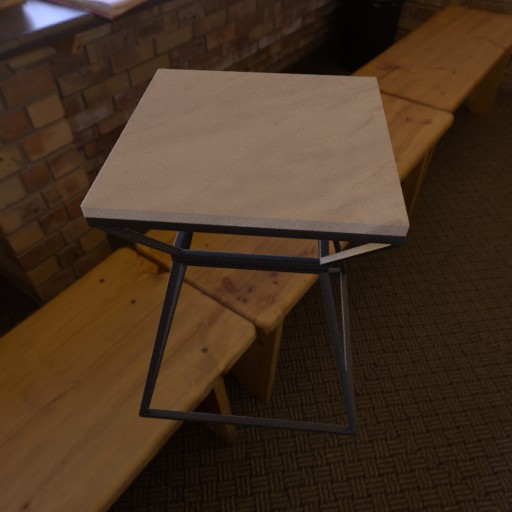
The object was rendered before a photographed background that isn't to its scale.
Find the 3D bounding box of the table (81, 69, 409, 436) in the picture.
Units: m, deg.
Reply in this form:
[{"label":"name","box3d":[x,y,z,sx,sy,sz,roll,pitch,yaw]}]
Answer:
[{"label":"table","box3d":[0.000,0.000,0.882,0.455,0.559,0.455,4,46,4]}]
